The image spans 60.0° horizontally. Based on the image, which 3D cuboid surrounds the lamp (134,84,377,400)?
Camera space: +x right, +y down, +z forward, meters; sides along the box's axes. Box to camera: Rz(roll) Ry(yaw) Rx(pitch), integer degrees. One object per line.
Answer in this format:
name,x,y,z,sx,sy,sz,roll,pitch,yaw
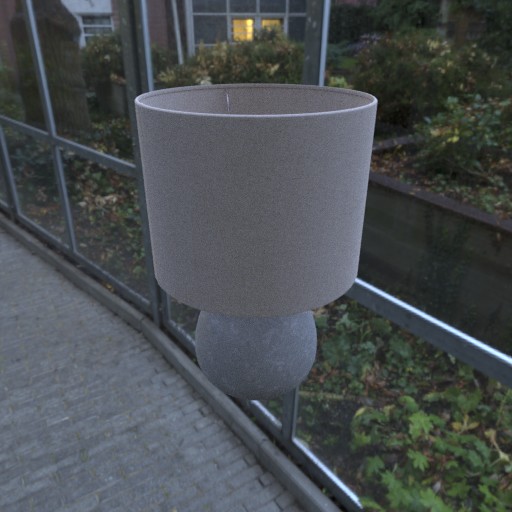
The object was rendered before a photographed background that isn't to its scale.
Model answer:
lamp,0.000,0.000,0.596,0.269,0.409,0.269,-9,28,-17
